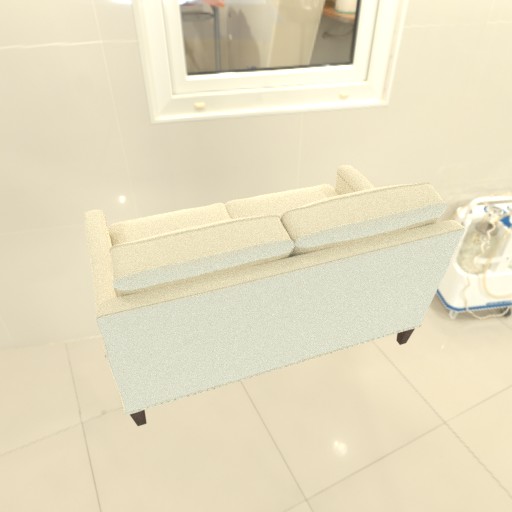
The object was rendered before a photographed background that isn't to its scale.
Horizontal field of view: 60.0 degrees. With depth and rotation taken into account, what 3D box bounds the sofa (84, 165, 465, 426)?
[{"bbox_3d":[0.000,0.000,2.267,1.597,1.003,1.084,-13,41,-15],"label":"sofa"}]
